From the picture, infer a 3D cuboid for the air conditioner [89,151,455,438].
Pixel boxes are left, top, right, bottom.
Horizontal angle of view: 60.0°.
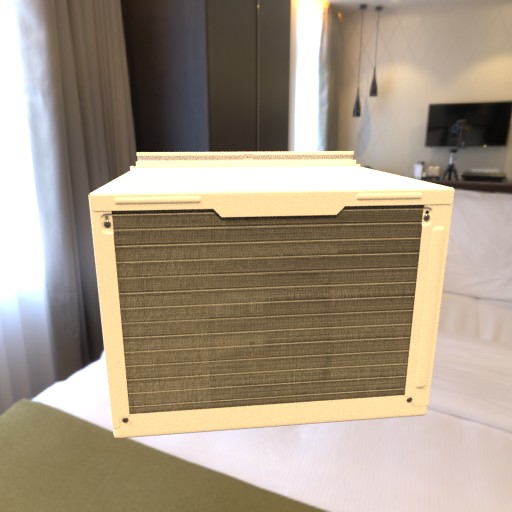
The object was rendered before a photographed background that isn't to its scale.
[{"bbox_3d":[0.000,0.000,0.878,0.503,0.388,0.546,-2,16,-6],"label":"air conditioner"}]
